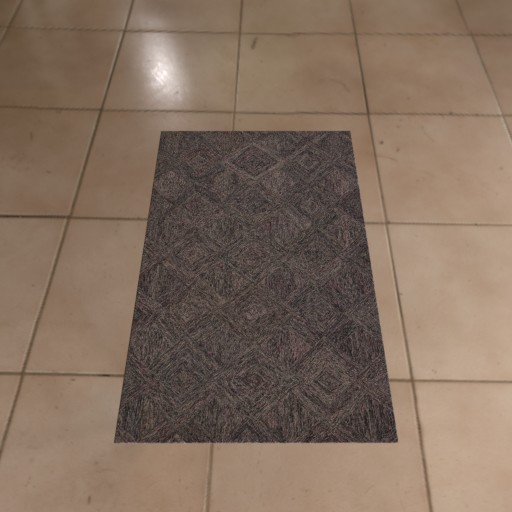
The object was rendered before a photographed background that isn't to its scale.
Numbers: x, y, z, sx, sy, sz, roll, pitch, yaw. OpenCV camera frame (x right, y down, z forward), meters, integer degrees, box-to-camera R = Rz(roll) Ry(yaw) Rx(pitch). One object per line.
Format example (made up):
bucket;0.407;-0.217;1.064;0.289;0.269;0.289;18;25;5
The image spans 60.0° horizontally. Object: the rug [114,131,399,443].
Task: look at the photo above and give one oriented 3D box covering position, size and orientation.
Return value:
rug;0.000;0.000;2.925;1.501;0.017;2.298;0;59;0
